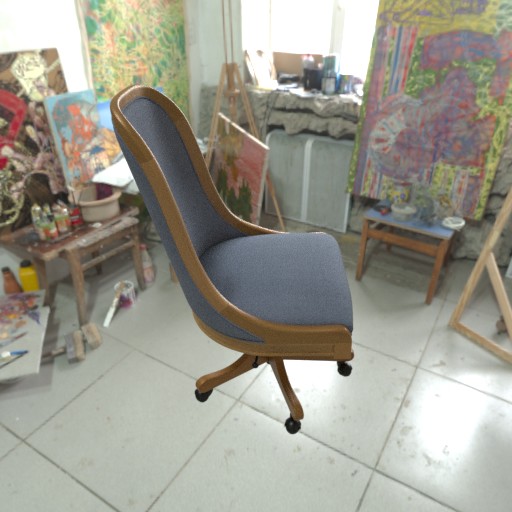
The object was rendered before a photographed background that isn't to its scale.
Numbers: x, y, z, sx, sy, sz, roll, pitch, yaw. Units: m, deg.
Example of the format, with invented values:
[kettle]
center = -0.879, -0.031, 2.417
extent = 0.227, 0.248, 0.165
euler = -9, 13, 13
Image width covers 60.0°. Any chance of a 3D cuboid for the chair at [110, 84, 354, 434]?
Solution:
[chair]
center = 0.000, 0.000, 1.452
extent = 0.735, 1.031, 0.605
euler = 1, 32, 2
